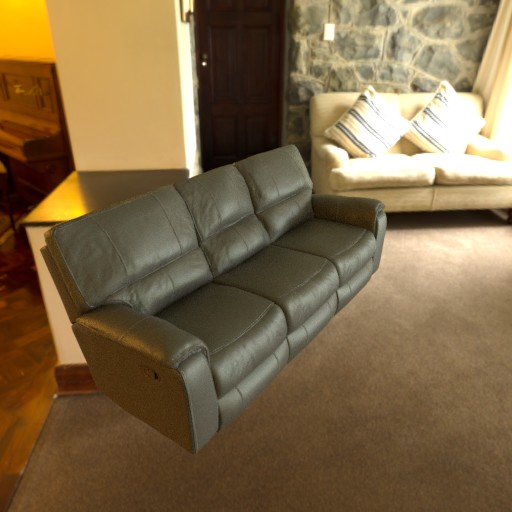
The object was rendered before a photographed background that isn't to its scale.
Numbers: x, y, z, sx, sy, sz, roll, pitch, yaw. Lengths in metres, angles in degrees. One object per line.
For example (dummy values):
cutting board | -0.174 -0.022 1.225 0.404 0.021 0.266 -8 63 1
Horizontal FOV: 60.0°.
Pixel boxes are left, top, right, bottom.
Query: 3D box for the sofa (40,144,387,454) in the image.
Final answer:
sofa | 0.000 0.000 3.190 1.104 1.134 2.627 17 31 31
